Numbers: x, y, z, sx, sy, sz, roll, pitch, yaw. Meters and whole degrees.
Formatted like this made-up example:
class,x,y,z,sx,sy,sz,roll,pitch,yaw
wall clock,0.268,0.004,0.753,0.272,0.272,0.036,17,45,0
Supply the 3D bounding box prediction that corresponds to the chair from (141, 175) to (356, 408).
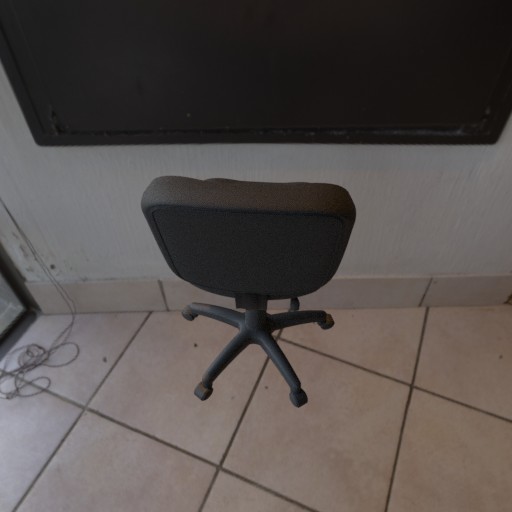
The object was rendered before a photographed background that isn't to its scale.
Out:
class,x,y,z,sx,sy,sz,roll,pitch,yaw
chair,0.000,0.000,1.363,0.610,0.972,0.610,3,49,3
